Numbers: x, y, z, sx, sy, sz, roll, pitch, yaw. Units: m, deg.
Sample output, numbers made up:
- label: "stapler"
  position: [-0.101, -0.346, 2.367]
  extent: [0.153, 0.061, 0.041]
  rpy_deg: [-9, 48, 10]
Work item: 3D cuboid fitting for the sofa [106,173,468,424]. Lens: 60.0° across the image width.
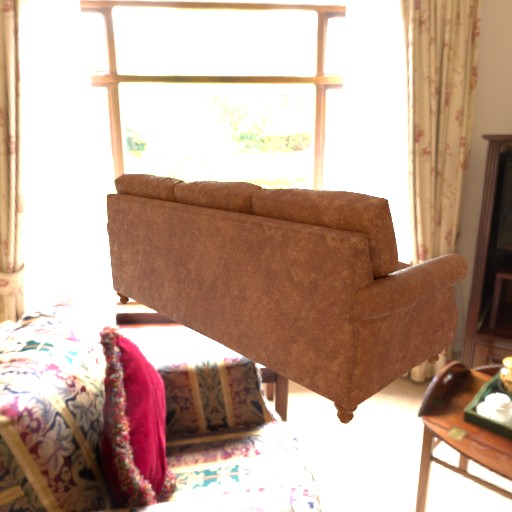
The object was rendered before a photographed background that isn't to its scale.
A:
- label: "sofa"
  position: [0.000, 0.000, 2.794]
  extent: [0.973, 0.977, 2.351]
  rpy_deg: [-13, 19, -41]
